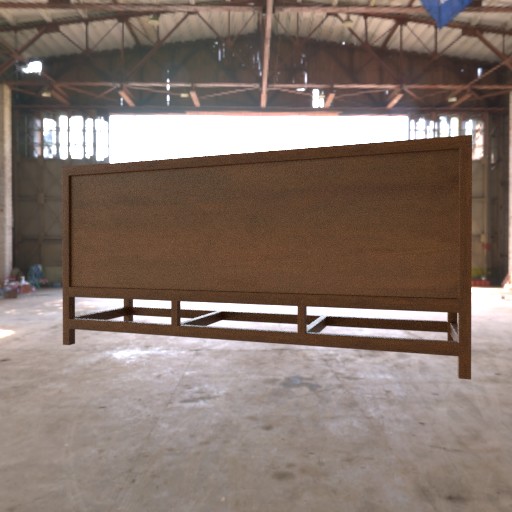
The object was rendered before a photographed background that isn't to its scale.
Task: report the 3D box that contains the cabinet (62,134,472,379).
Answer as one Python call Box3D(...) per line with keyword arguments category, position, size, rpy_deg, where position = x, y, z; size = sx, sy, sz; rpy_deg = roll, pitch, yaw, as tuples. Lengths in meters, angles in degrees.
Box3D(category="cabinet", position=(0.000, 0.000, 2.009), size=(1.708, 0.820, 0.522), rpy_deg=(0, 1, 19))
